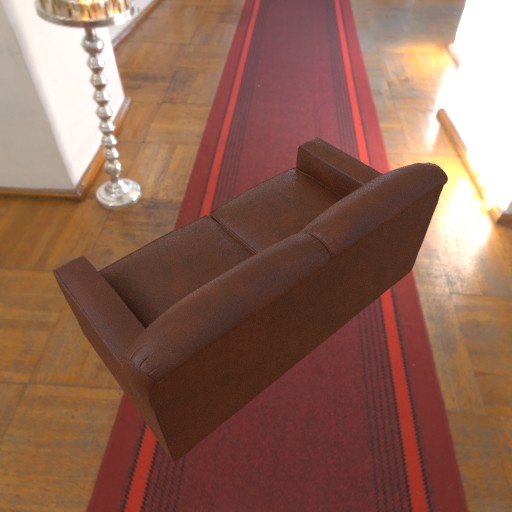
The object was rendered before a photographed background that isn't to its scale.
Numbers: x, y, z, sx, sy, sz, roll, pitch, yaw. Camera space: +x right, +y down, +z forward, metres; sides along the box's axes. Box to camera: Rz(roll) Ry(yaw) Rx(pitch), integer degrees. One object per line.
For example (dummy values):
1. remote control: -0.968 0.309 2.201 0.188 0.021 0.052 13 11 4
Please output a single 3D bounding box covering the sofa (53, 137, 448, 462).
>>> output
1. sofa: 0.000 0.000 2.424 1.856 0.966 1.000 -32 54 -27
